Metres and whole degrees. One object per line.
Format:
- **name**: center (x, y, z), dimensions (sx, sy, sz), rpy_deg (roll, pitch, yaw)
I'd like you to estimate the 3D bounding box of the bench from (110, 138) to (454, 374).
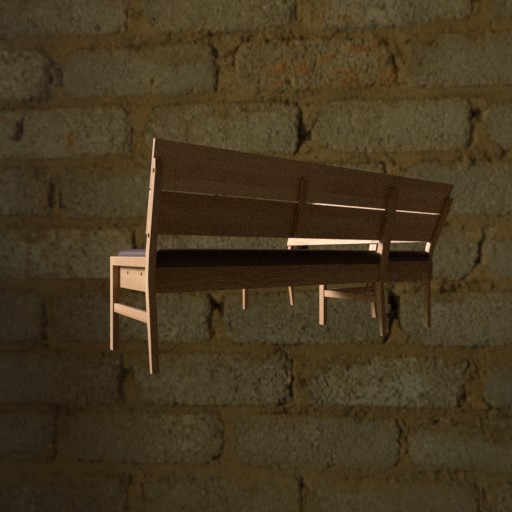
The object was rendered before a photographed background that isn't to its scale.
- **bench**: center (0.000, 0.000, 2.828), dimensions (1.975, 0.890, 1.549), rpy_deg (0, 0, -35)
